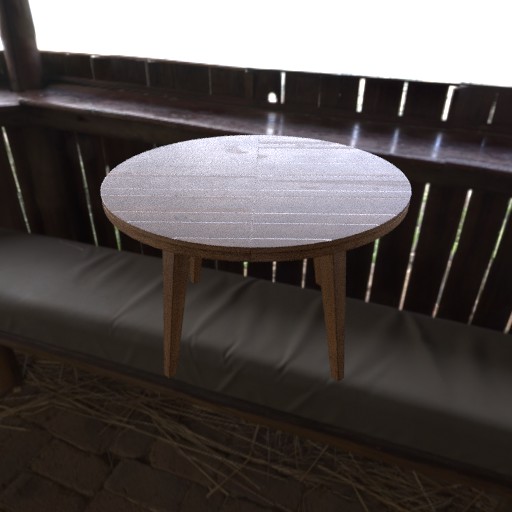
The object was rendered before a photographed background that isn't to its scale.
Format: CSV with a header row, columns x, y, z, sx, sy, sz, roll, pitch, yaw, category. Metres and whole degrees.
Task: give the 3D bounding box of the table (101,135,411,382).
x,y,z,sx,sy,sz,roll,pitch,yaw,category
0.000,0.000,2.002,1.213,0.764,1.213,0,30,0,table
